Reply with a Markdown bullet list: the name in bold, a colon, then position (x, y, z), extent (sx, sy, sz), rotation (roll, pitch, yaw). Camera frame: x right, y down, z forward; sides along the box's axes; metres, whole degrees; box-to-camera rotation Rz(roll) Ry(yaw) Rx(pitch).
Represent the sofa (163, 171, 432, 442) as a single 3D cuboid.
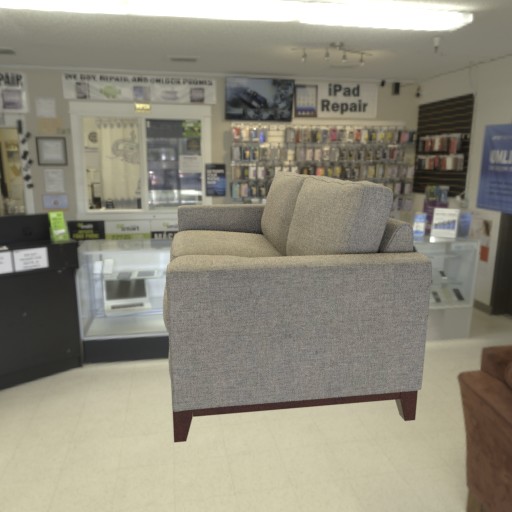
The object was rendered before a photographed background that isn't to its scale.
- **sofa**: position (0.000, 0.000, 2.466), extent (0.969, 0.892, 1.978), rotation (-2, 13, -8)
